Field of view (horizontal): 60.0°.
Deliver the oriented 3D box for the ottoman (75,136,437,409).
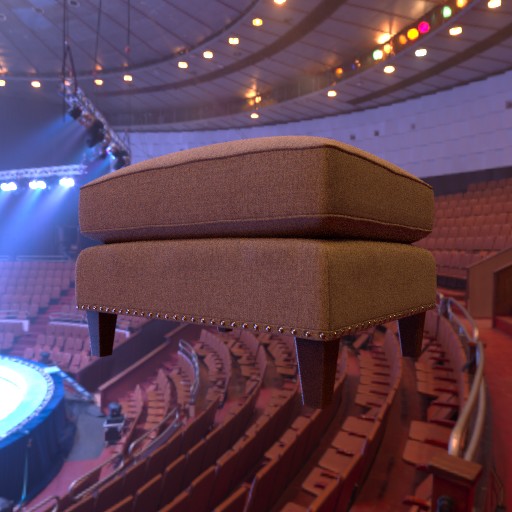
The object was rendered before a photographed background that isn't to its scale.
[{"bbox_3d":[0.000,0.000,1.139,0.741,0.513,0.584,0,0,38],"label":"ottoman"}]
